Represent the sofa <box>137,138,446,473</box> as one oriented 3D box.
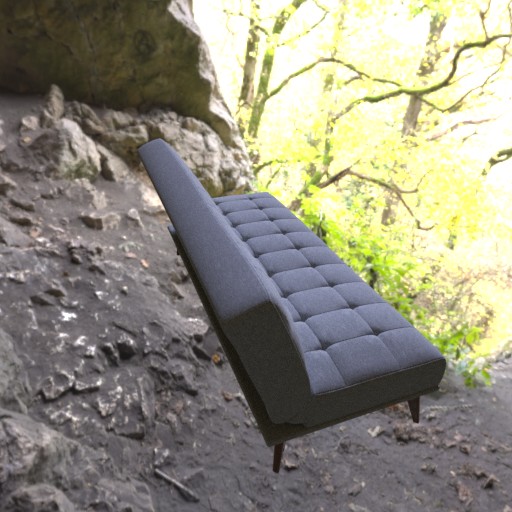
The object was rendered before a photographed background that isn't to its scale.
[{"bbox_3d":[0.000,0.000,2.219,0.860,0.810,1.800,-11,32,-18],"label":"sofa"}]
